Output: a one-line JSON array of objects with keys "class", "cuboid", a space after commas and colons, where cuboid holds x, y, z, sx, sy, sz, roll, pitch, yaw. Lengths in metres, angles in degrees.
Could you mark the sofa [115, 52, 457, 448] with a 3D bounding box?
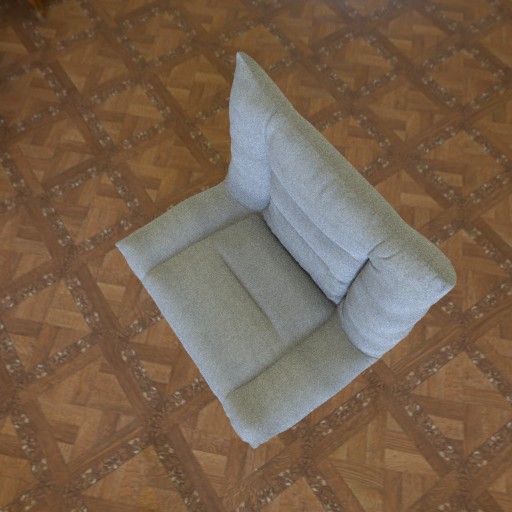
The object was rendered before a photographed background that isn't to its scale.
[{"class": "sofa", "cuboid": [0.000, 0.000, 1.724, 0.847, 0.795, 1.144, -33, 69, -15]}]
